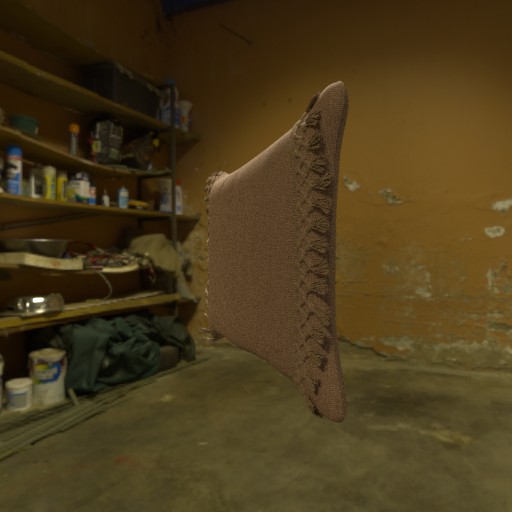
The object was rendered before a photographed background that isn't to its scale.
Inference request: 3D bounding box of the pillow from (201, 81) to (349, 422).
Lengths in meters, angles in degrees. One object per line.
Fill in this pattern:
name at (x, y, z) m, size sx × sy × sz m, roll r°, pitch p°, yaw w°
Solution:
pillow at (0.000, 0.000, 0.597) m, size 0.084 × 0.305 × 0.466 m, roll 0°, pitch 0°, yaw -19°
